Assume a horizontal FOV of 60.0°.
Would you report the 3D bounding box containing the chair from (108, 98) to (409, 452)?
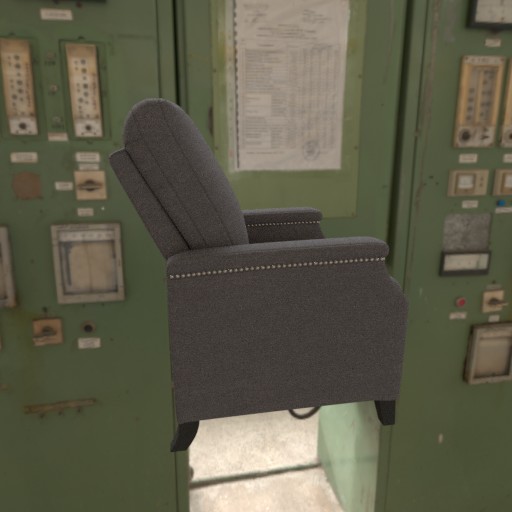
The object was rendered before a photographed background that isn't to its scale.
[{"bbox_3d":[0.000,0.000,1.622,0.922,1.049,0.710,-3,15,-10],"label":"chair"}]
